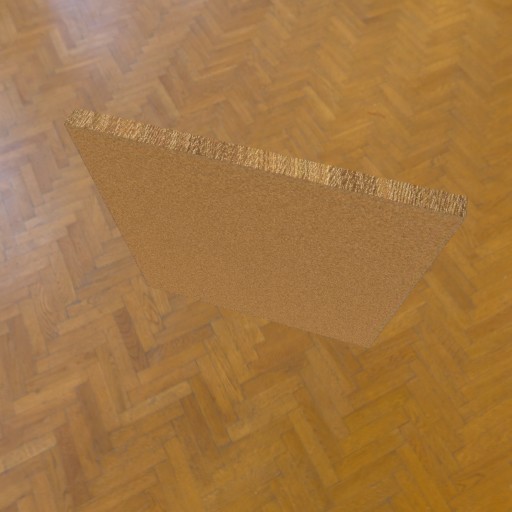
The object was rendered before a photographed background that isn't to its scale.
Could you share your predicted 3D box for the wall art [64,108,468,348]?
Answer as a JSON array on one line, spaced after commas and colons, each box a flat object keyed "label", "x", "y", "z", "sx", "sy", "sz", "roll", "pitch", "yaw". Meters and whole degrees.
[{"label": "wall art", "x": 0.000, "y": 0.000, "z": 0.915, "sx": 0.611, "sy": 0.608, "sz": 0.042, "roll": 15, "pitch": 63, "yaw": 8}]
